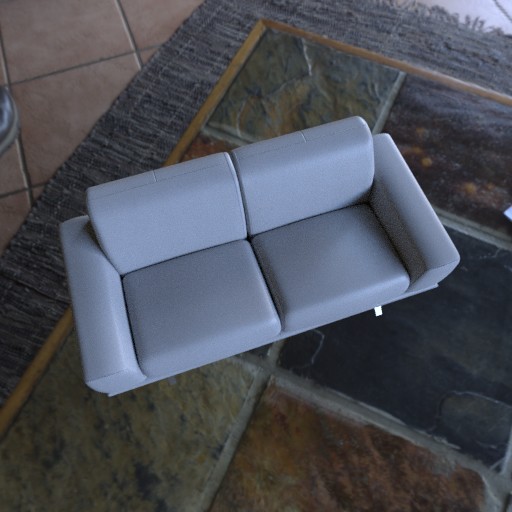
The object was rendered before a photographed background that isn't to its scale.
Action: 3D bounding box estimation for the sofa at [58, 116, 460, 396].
[{"bbox_3d":[0.000,0.000,2.382,1.901,0.772,0.900,-17,66,-8],"label":"sofa"}]
